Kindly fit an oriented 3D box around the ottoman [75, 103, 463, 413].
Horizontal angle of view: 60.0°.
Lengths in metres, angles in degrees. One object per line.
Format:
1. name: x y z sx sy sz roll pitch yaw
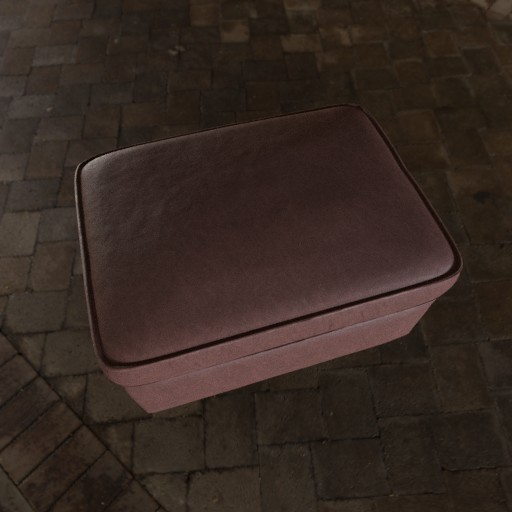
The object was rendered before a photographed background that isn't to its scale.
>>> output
1. ottoman: 0.000 0.000 1.108 0.749 0.449 0.548 -15 60 -9
